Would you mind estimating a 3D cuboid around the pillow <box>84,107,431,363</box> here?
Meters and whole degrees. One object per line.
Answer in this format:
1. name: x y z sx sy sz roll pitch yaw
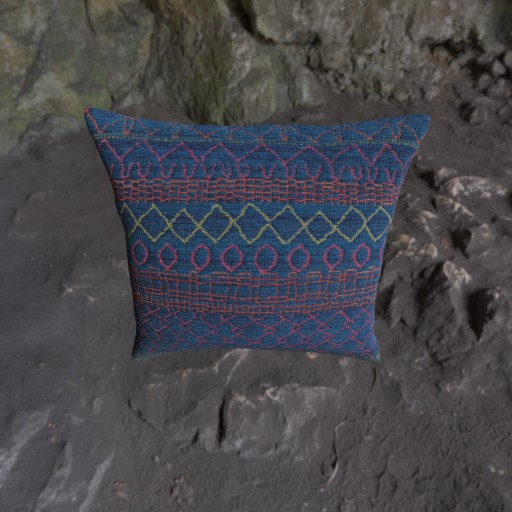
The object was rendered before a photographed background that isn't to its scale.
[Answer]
1. pillow: 0.000 0.000 0.660 0.431 0.431 0.141 1 32 1
